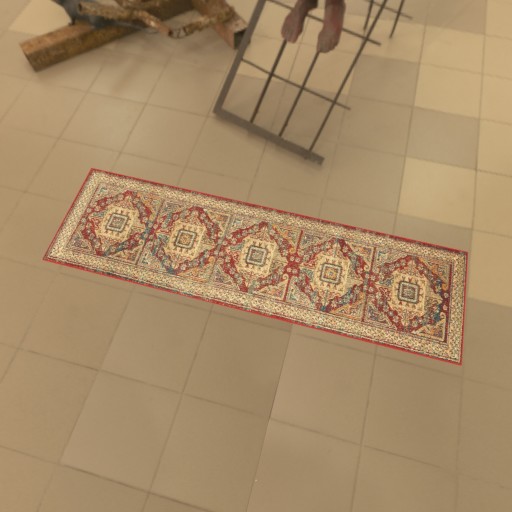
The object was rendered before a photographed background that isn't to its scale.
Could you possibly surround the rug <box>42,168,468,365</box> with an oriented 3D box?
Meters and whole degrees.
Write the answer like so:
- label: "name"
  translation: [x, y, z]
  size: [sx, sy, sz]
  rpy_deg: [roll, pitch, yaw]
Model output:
- label: "rug"
  translation: [0.000, 0.000, 2.481]
  size: [2.292, 0.015, 0.659]
  rpy_deg: [13, 64, 7]
